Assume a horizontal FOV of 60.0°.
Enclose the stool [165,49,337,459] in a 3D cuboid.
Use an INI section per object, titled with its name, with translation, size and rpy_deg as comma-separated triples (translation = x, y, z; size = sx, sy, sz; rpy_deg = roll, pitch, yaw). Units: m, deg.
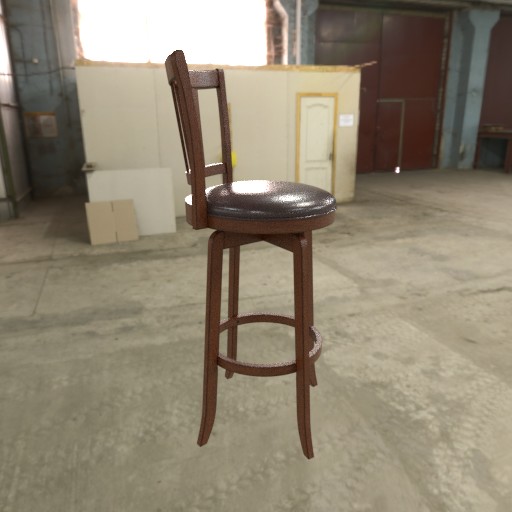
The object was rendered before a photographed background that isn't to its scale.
[stool]
translation = 0.000, 0.000, 1.441
size = 0.503, 1.177, 0.464
rpy_deg = 3, 17, 9
